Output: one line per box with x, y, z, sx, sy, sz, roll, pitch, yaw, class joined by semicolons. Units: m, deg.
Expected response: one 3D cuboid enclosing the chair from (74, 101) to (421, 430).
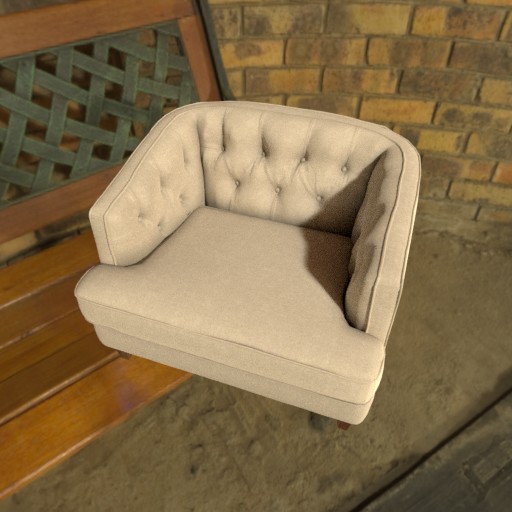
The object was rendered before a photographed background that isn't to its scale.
0.000;0.000;1.767;1.104;0.852;0.941;13;44;14;chair
